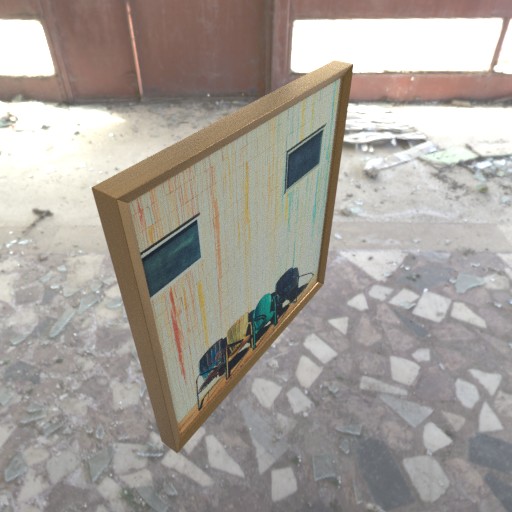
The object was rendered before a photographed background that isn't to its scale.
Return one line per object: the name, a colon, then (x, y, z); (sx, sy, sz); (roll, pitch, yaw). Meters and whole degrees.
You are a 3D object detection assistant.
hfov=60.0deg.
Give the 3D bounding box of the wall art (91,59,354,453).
wall art: (0.000, 0.000, 0.747); (0.037, 0.505, 0.505); (25, 46, 26)
